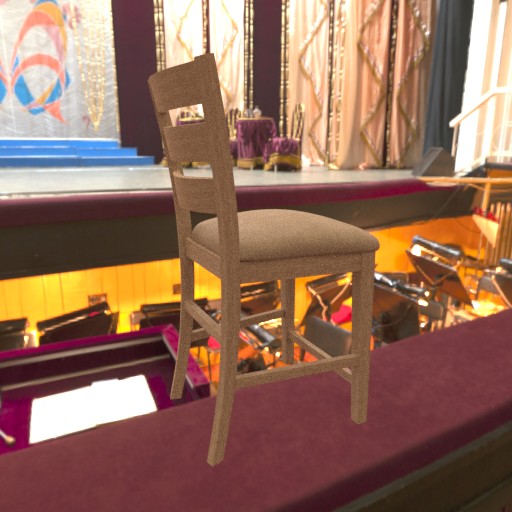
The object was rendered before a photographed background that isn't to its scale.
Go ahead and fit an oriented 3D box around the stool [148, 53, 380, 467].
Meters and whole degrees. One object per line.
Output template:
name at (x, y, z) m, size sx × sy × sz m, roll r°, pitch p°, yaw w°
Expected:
stool at (0.000, 0.000, 1.343) m, size 0.569 × 1.032 × 0.484 m, roll -7°, pitch 16°, yaw -26°
